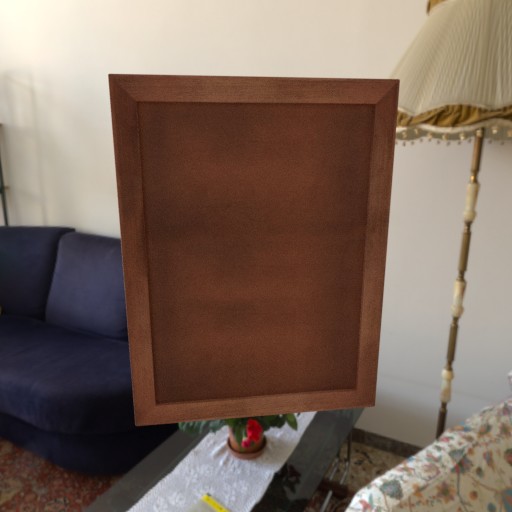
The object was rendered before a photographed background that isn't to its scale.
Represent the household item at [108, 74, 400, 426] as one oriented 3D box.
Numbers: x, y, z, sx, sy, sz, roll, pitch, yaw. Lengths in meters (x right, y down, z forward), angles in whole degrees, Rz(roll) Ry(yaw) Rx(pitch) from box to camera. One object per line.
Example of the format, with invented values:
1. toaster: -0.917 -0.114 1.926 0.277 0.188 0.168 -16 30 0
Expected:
1. household item: 0.000 0.000 0.549 0.310 0.407 0.067 -2 15 -7
